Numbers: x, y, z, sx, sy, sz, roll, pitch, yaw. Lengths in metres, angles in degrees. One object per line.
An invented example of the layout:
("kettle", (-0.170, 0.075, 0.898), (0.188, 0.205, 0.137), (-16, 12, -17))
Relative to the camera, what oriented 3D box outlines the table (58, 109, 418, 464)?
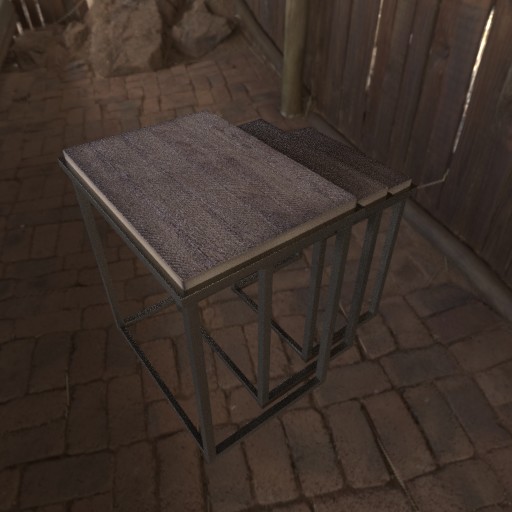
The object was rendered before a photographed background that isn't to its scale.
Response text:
("table", (0.000, 0.000, 1.181), (0.706, 0.610, 0.559), (-26, 47, -27))
